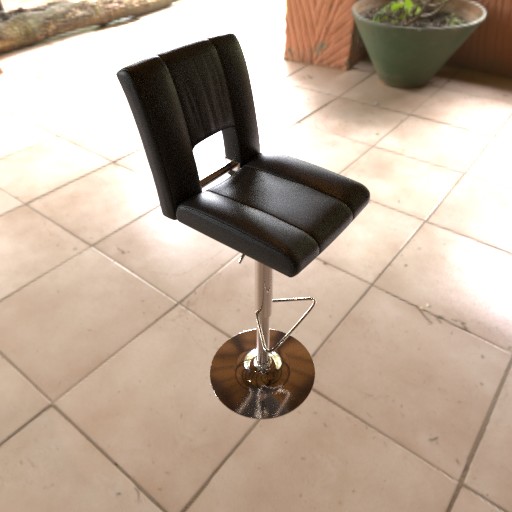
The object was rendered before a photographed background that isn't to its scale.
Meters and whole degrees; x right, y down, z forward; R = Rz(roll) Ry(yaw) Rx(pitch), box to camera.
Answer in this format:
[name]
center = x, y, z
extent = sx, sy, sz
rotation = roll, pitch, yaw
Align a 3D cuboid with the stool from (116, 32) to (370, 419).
[stool]
center = 0.000, 0.000, 1.374
extent = 0.520, 1.151, 0.415
rotation = 26, 47, 27
